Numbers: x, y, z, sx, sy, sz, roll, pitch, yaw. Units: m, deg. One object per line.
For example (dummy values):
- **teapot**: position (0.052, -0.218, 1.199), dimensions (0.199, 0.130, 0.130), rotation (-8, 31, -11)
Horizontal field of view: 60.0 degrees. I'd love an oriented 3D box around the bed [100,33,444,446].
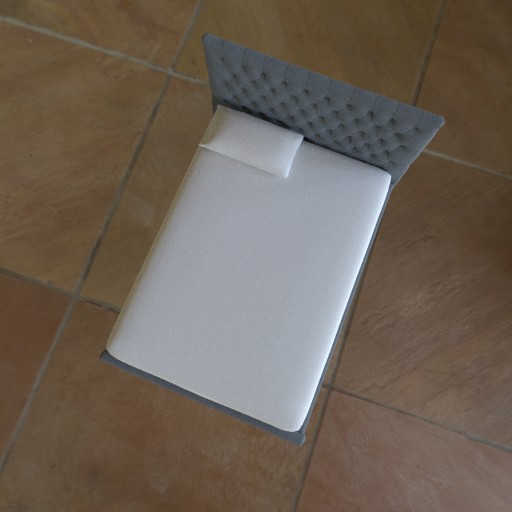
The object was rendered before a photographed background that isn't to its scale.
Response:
- **bed**: position (0.000, 0.000, 3.338), dimensions (1.698, 1.411, 2.335), rotation (22, 78, 5)
